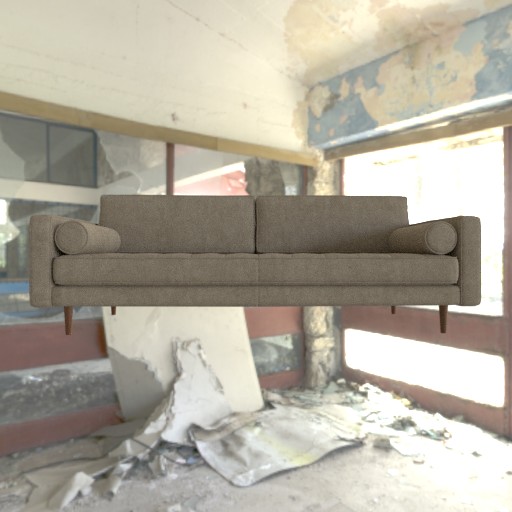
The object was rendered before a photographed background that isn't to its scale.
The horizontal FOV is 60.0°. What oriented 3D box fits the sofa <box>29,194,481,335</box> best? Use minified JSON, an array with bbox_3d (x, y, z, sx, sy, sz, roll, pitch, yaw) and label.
[{"bbox_3d":[0.000,0.000,2.559,2.200,0.770,0.919,0,0,-1],"label":"sofa"}]
